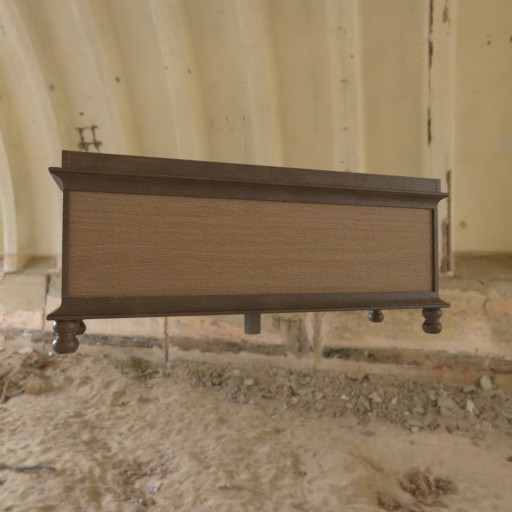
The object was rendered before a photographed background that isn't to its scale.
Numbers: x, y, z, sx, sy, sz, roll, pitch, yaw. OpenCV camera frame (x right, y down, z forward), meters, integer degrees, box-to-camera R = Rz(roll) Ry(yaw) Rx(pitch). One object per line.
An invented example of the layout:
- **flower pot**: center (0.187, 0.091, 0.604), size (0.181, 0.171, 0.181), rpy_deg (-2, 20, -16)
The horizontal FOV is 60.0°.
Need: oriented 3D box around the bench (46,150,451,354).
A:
- **bench**: center (0.000, 0.000, 1.436), size (1.185, 0.501, 0.402), rpy_deg (1, -2, -18)
